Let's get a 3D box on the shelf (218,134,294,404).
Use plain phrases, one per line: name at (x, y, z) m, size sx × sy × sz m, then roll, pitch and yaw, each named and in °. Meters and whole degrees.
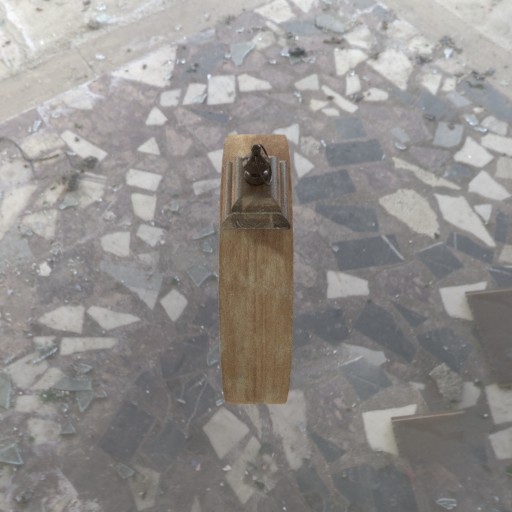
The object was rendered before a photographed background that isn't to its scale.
shelf at (0.000, 0.000, 0.978) m, size 0.125 × 0.725 × 0.601 m, roll 0°, pitch 63°, yaw 0°
